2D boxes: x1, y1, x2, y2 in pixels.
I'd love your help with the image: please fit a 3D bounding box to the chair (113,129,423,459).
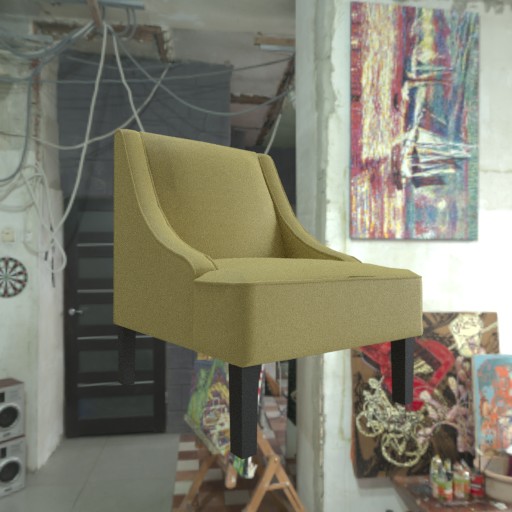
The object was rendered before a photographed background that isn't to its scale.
[{"bbox_3d":[0.000,0.000,1.461,0.696,0.896,0.814,0,-1,-37],"label":"chair"}]
